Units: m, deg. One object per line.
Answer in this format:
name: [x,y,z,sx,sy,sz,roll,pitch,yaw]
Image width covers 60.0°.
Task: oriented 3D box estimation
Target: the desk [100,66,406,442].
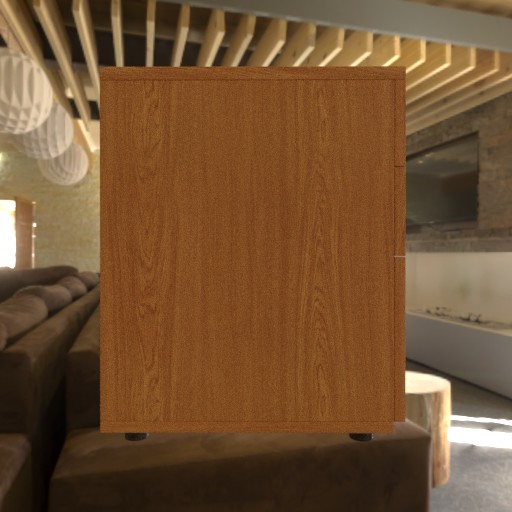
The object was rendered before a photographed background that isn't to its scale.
desk: [0.000,0.000,1.054,0.600,0.730,0.404,0,0,0]
